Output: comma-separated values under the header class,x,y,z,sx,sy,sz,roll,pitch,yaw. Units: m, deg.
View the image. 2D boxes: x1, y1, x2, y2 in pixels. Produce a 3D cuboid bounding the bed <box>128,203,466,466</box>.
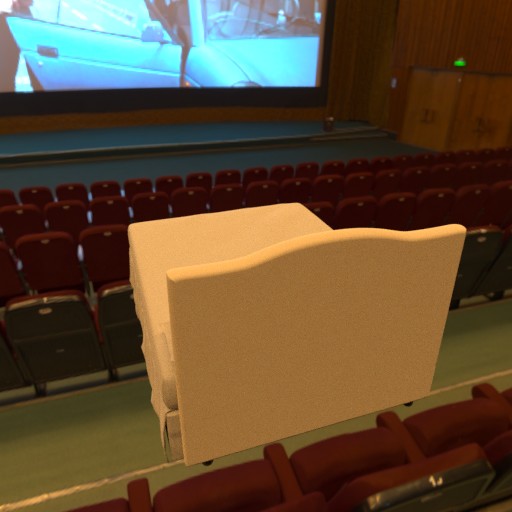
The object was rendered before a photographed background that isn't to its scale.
class,x,y,z,sx,sy,sz,roll,pitch,yaw
bed,0.000,0.000,3.588,1.977,1.437,2.477,-9,29,-17
